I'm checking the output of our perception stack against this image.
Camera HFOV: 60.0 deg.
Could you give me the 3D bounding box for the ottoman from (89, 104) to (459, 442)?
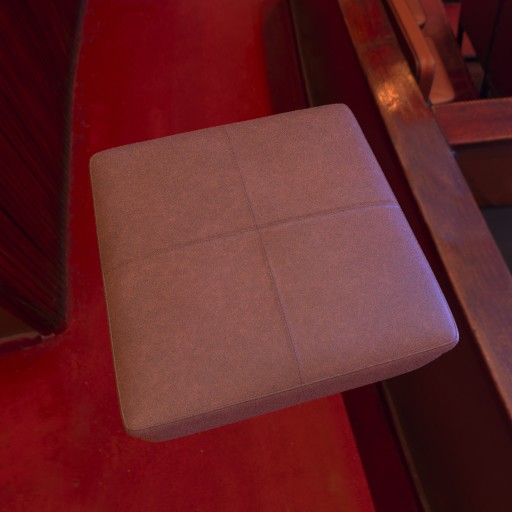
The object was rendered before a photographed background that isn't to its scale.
[{"bbox_3d":[0.000,0.000,1.801,1.168,0.490,1.168,-14,64,-7],"label":"ottoman"}]
